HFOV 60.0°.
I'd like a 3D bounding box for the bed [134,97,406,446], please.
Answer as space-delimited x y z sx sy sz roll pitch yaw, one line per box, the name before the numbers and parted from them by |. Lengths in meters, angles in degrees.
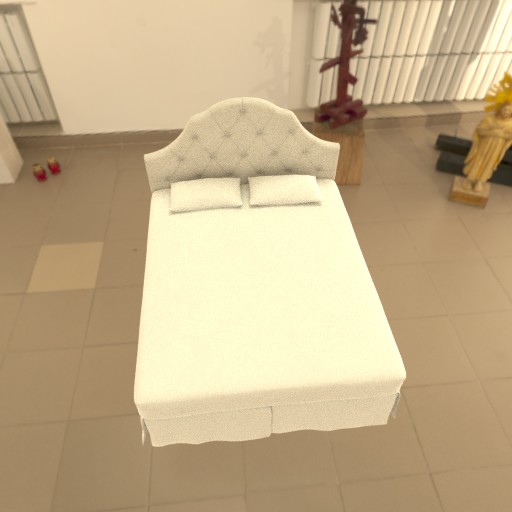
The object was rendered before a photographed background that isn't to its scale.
bed | 0.000 0.000 3.773 2.039 1.617 2.477 -4 47 -4
